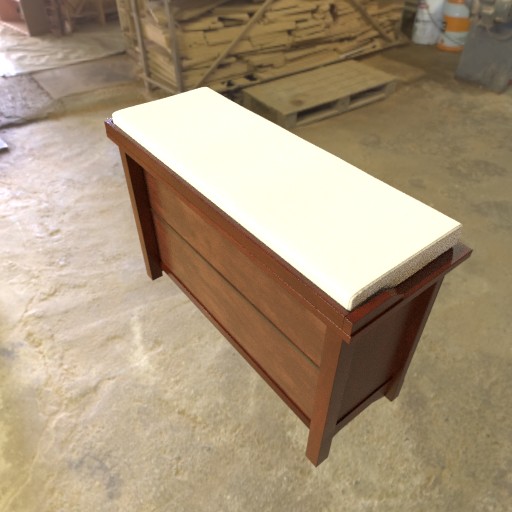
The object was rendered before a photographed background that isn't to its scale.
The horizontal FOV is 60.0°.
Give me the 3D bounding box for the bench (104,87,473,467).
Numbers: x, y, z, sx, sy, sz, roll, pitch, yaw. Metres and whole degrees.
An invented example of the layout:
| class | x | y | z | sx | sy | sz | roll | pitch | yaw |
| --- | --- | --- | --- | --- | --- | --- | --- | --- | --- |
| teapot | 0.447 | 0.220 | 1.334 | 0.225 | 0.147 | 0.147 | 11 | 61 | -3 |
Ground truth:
| class | x | y | z | sx | sy | sz | roll | pitch | yaw |
| --- | --- | --- | --- | --- | --- | --- | --- | --- | --- |
| bench | 0.000 | 0.000 | 1.296 | 0.369 | 0.646 | 0.987 | -28 | 48 | -28 |
